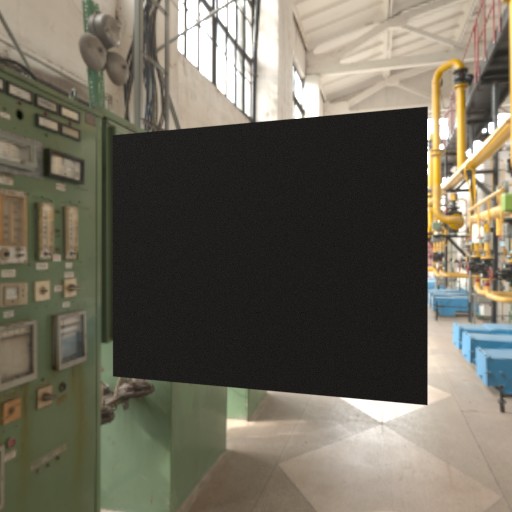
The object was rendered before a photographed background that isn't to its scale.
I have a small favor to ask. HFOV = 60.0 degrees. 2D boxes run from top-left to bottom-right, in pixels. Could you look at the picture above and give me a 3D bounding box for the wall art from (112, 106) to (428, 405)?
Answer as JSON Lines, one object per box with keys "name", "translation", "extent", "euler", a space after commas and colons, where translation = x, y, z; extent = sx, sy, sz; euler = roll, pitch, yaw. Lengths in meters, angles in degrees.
{"name": "wall art", "translation": [0.000, 0.000, 0.773], "extent": [0.558, 0.457, 0.031], "euler": [0, 0, 17]}
